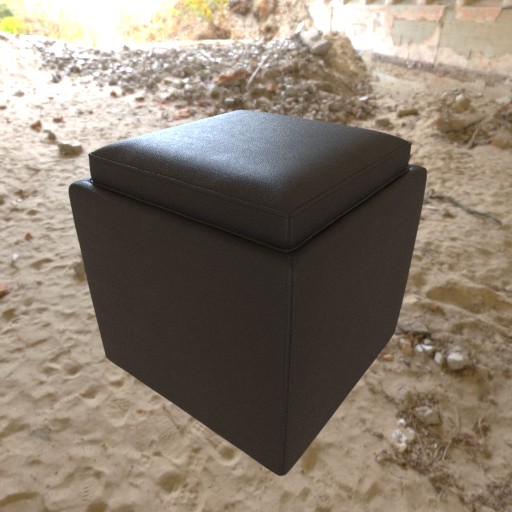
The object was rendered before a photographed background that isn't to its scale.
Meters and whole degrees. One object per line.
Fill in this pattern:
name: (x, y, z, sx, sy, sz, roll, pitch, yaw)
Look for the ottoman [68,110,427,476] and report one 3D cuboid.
ottoman: (0.000, 0.000, 0.822, 0.451, 0.460, 0.450, 21, 36, 32)
